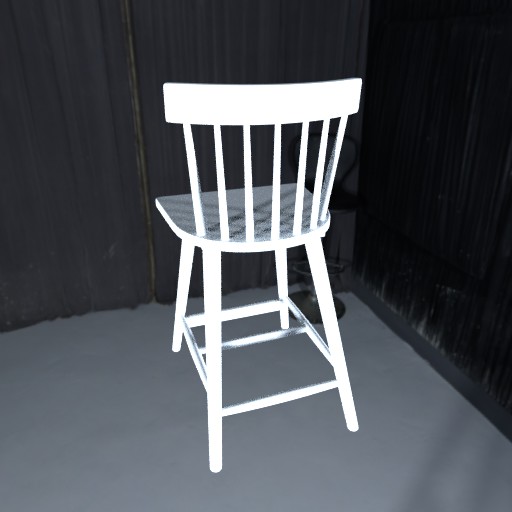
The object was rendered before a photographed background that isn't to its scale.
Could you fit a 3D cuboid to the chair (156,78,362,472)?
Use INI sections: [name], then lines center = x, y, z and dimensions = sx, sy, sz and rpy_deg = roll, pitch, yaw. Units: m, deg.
[chair]
center = 0.000, 0.000, 1.274
dimensions = 0.483, 0.952, 0.572
rpy_deg = -9, 27, -17
